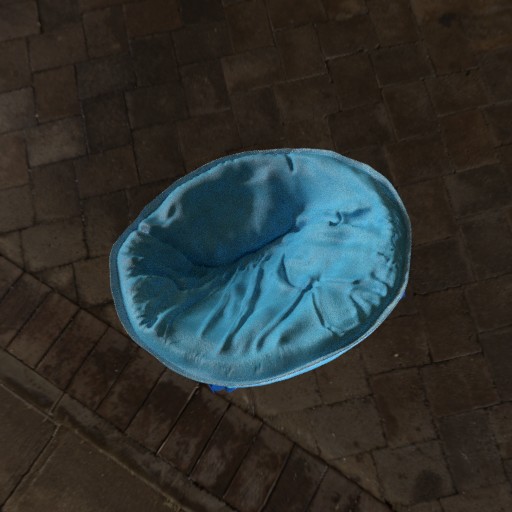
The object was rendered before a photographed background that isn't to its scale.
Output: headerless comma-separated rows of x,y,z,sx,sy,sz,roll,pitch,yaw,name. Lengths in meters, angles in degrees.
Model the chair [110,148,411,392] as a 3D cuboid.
0.000,0.000,0.883,0.520,0.478,0.465,-25,77,-6,chair
